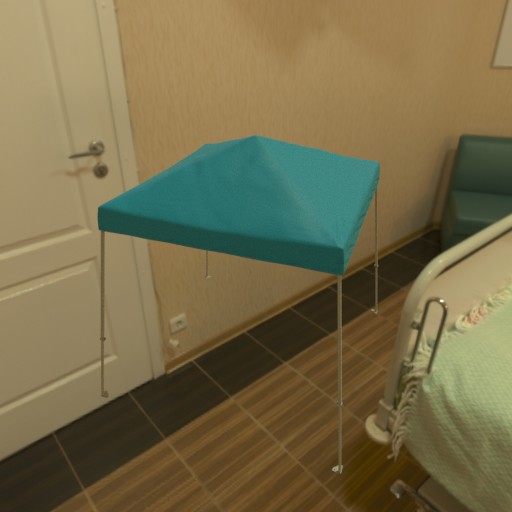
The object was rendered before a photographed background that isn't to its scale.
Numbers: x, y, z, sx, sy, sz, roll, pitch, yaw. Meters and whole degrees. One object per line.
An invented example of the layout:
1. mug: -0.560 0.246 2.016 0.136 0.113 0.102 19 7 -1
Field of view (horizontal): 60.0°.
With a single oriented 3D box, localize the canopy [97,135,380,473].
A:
1. canopy: 0.000 0.000 6.633 3.599 3.600 3.600 10 31 18
